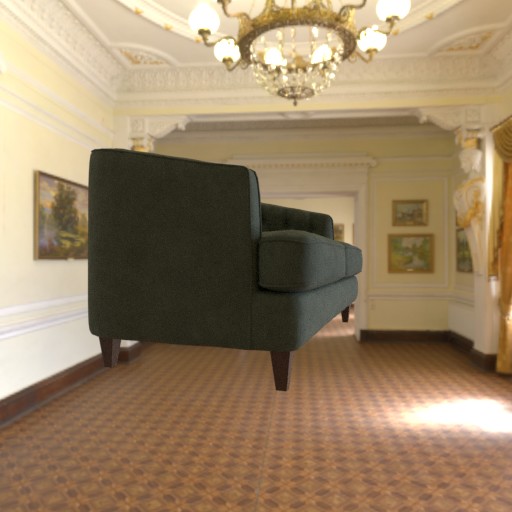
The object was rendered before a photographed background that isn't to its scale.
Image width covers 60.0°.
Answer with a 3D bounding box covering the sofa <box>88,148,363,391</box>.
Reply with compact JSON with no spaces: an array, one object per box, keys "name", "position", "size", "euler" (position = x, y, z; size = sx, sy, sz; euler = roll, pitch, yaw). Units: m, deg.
[{"name":"sofa","position":[0.000,0.000,2.264],"size":[0.941,0.855,1.733],"euler":[0,0,18]}]
